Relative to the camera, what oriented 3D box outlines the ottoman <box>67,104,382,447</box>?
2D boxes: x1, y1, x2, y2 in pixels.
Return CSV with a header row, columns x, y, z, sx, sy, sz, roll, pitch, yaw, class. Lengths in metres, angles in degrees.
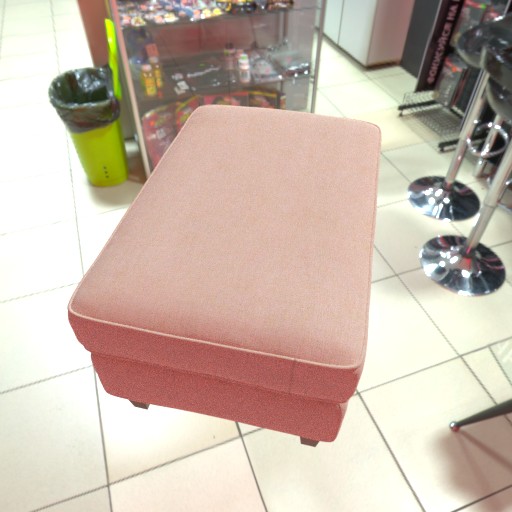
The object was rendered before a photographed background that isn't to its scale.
x,y,z,sx,sy,sz,roll,pitch,yaw,class
0.000,0.000,1.218,0.583,0.484,0.862,10,47,9,ottoman
